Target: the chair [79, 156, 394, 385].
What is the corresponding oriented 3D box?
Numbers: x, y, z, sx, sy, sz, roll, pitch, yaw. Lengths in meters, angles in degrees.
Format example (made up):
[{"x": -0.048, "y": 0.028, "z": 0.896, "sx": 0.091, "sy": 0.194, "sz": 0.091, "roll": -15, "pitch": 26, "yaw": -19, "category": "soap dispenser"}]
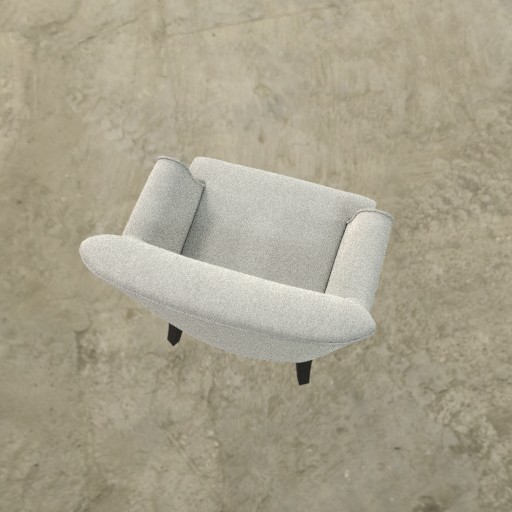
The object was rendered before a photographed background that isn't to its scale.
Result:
[{"x": 0.000, "y": 0.000, "z": 1.481, "sx": 0.781, "sy": 0.875, "sz": 0.750, "roll": 15, "pitch": 65, "yaw": 7, "category": "chair"}]
